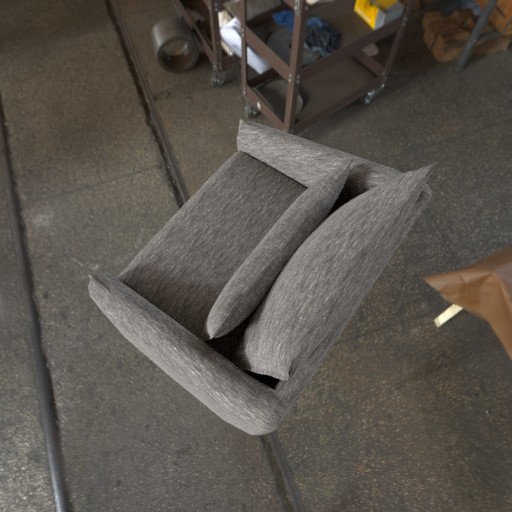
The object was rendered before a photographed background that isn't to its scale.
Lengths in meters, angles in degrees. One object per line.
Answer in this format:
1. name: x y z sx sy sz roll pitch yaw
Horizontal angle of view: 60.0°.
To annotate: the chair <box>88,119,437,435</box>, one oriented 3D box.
1. chair: 0.000 0.000 1.609 0.805 0.842 1.004 33 68 15
